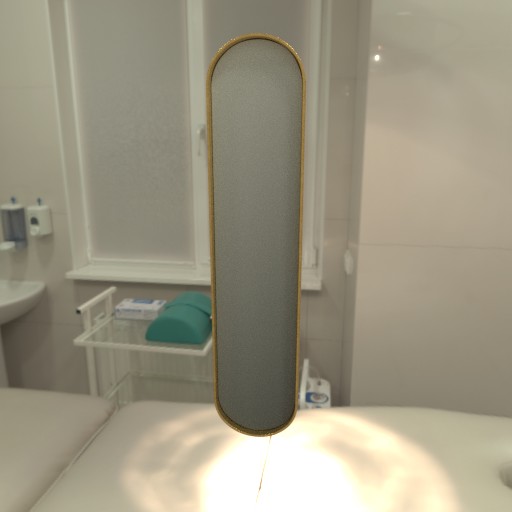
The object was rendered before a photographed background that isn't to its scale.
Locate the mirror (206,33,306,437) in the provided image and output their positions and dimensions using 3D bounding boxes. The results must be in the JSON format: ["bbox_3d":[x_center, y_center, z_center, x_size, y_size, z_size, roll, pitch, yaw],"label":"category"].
[{"bbox_3d":[0.000,0.000,1.083,0.222,0.991,0.032,2,14,9],"label":"mirror"}]
